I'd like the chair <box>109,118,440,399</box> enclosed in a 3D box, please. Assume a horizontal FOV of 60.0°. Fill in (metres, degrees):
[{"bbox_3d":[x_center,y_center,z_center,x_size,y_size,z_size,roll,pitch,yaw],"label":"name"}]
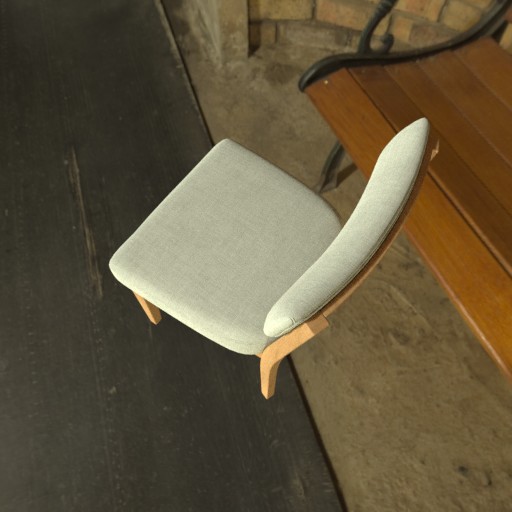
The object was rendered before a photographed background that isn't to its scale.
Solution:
[{"bbox_3d":[0.000,0.000,1.151,0.572,0.832,0.508,31,67,15],"label":"chair"}]
